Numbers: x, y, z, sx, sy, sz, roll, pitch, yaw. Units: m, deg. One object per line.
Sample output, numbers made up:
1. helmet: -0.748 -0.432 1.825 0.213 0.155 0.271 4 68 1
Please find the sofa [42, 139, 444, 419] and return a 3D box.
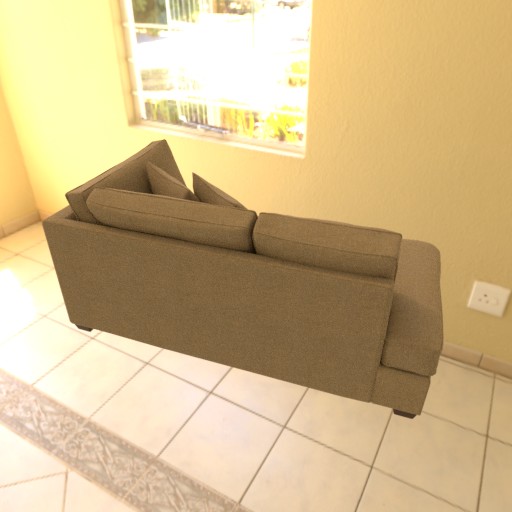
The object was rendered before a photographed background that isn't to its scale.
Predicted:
1. sofa: 0.000 0.000 2.802 2.238 1.019 1.110 11 33 17
